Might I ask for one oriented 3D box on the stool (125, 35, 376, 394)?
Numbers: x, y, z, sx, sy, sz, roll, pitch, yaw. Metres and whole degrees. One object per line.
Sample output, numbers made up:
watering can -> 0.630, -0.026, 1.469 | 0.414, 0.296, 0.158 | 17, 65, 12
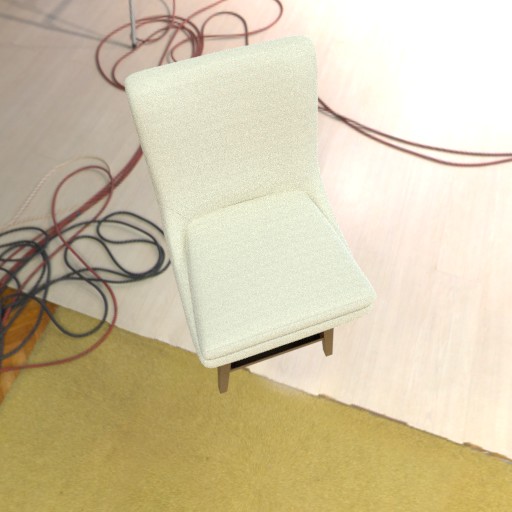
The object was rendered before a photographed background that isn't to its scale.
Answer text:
stool -> 0.000, 0.000, 1.296 | 0.483, 0.991, 0.559 | -17, 64, -9
